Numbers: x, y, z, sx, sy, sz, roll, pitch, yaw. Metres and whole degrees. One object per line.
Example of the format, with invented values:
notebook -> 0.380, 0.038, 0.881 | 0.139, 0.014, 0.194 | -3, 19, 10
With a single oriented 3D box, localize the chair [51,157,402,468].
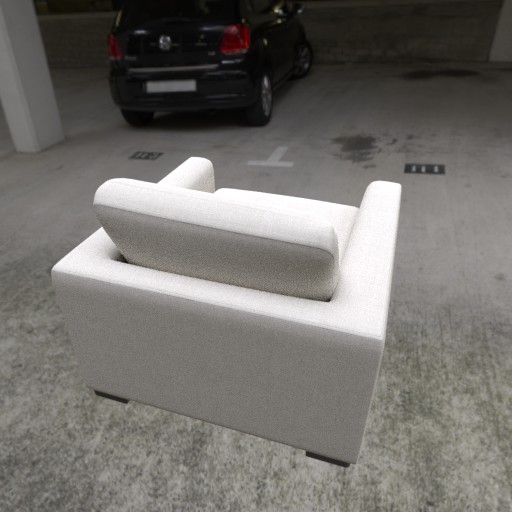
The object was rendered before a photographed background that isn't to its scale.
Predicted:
chair -> 0.000, 0.000, 1.829 | 1.070, 0.876, 1.100 | 10, 35, 15
